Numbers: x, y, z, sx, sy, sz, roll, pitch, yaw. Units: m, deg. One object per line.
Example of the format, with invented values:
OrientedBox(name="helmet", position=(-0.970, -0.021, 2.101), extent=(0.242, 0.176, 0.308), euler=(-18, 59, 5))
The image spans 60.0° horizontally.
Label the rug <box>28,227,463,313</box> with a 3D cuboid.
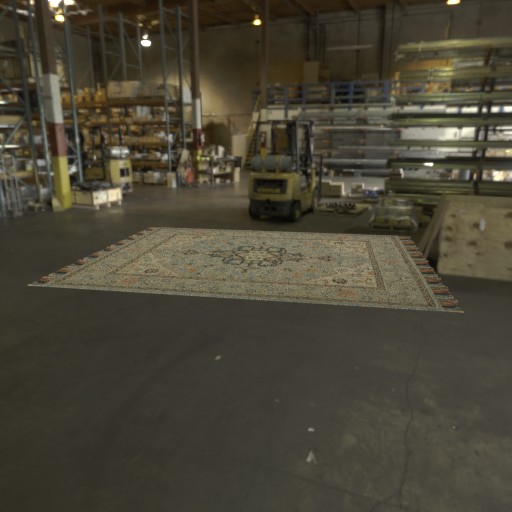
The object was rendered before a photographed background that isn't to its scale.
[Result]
OrientedBox(name="rug", position=(0.000, 0.000, 4.305), extent=(3.221, 0.011, 2.379), euler=(3, 15, 10))
